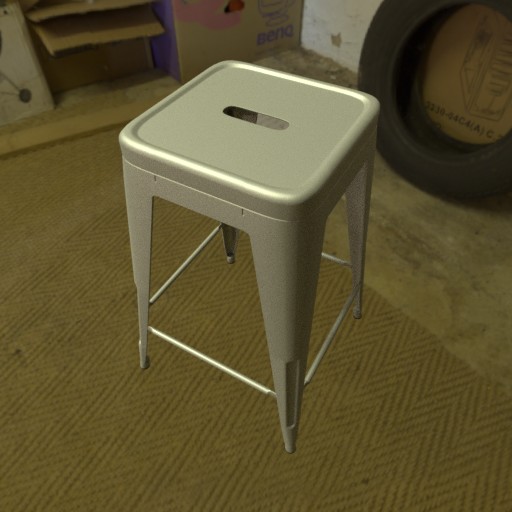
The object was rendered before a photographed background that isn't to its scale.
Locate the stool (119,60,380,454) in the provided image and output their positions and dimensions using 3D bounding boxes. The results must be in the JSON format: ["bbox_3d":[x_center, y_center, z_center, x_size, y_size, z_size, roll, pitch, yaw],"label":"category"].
[{"bbox_3d":[0.000,0.000,0.874,0.406,0.610,0.406,23,51,20],"label":"stool"}]
